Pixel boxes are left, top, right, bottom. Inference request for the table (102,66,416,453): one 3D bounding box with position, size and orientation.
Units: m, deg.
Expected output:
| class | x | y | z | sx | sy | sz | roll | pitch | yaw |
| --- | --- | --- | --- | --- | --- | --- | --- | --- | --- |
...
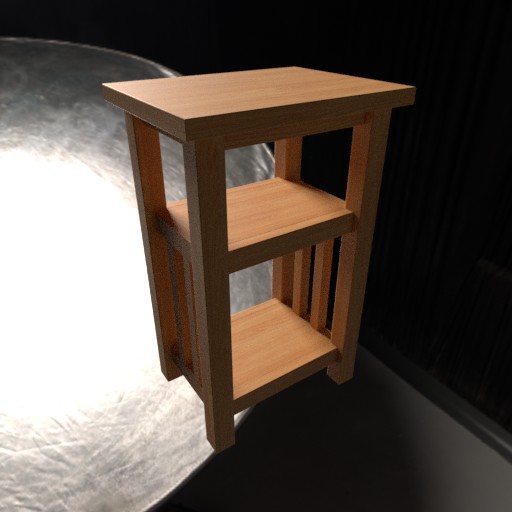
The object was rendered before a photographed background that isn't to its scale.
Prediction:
| class | x | y | z | sx | sy | sz | roll | pitch | yaw |
| --- | --- | --- | --- | --- | --- | --- | --- | --- | --- |
| table | 0.000 | 0.000 | 0.756 | 0.350 | 0.550 | 0.270 | -18 | 35 | -29 |
